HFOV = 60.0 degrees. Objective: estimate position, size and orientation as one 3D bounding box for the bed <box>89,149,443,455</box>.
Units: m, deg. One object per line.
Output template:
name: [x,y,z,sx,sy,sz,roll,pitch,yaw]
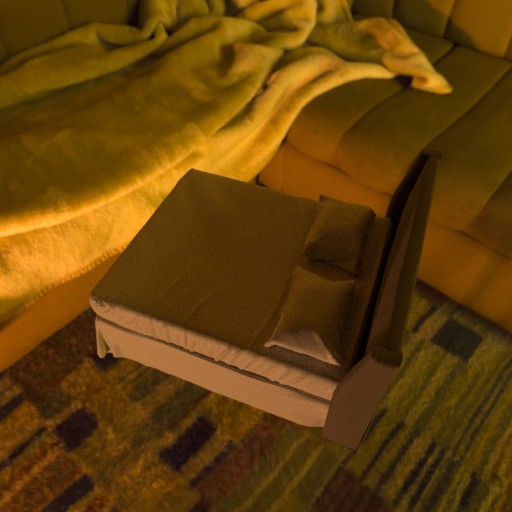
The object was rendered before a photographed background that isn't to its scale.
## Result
bed: [0.000,0.000,3.480,2.276,1.332,1.925,16,50,14]
